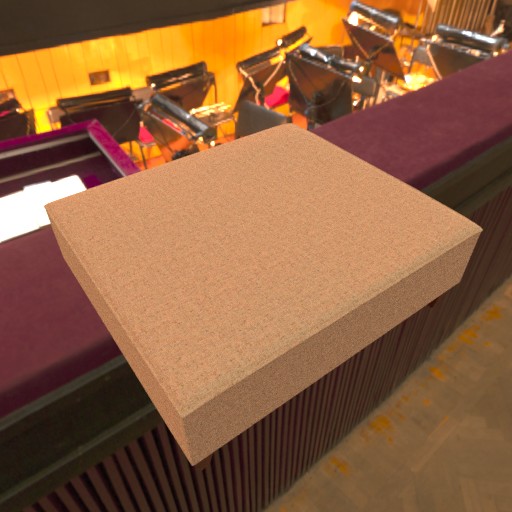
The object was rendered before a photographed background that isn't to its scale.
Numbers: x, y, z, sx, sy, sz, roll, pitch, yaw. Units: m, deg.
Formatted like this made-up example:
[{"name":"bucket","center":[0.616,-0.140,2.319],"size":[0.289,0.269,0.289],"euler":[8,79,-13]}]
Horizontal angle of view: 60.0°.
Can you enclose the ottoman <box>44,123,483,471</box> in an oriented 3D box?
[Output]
[{"name":"ottoman","center":[0.000,0.000,1.198],"size":[0.835,0.303,0.736],"euler":[-26,47,-26]}]
